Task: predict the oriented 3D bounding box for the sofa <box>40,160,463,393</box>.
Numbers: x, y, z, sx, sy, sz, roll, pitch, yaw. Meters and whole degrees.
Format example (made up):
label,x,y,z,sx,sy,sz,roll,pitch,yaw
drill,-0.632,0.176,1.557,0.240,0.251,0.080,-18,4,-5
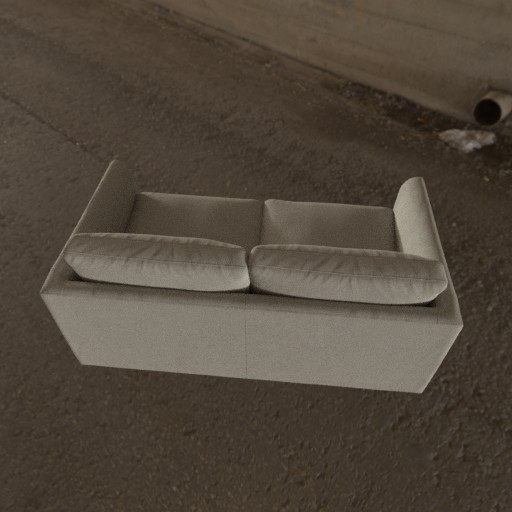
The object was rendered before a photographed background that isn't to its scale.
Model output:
label,x,y,z,sx,sy,sz,roll,pitch,yaw
sofa,0.000,0.000,2.483,1.905,0.839,1.091,4,47,4
